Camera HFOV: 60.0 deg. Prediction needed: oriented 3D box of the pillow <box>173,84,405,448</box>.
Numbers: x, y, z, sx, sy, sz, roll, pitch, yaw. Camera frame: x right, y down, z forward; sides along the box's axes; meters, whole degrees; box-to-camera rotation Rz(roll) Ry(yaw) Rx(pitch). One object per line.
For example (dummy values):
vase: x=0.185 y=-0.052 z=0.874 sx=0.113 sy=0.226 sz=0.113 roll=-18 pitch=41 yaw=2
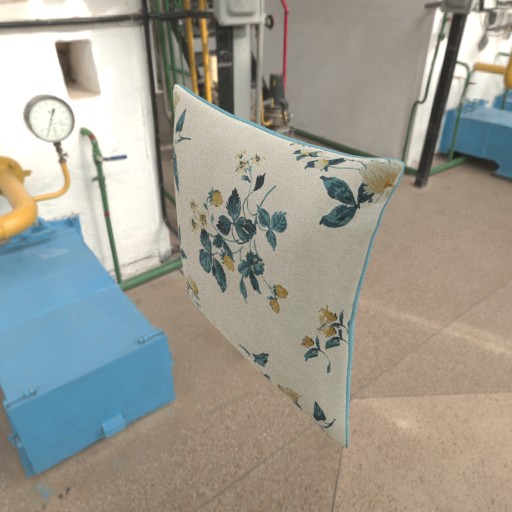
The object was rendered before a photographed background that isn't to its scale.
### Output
pillow: x=0.000 y=0.000 z=0.796 sx=0.166 sy=0.507 sz=0.526 roll=-22 pitch=39 yaw=-30
